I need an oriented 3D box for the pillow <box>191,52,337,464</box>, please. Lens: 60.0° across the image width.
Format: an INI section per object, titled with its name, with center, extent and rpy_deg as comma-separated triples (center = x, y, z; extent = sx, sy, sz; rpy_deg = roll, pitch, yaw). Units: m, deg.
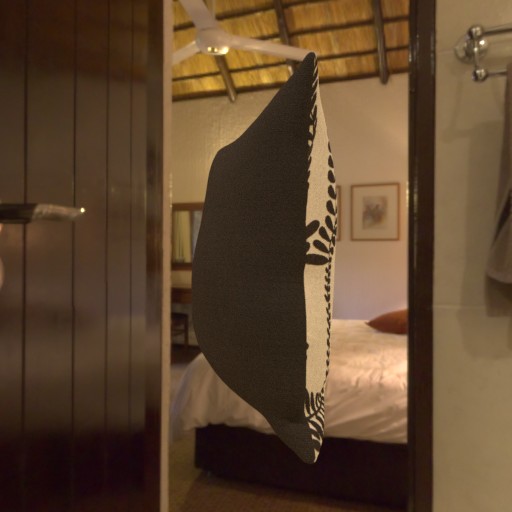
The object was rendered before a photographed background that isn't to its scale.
[pillow]
center = 0.000, 0.000, 0.673
extent = 0.182, 0.441, 0.440
rpy_deg = 0, 0, -18
